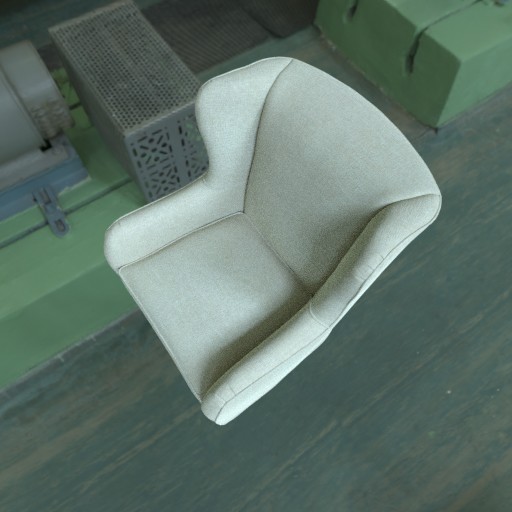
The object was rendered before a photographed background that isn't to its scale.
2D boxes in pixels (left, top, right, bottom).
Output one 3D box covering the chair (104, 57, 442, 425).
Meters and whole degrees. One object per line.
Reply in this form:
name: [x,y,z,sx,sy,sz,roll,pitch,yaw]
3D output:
chair: [0.000,0.000,1.729,0.966,1.040,0.838,-33,68,-15]
